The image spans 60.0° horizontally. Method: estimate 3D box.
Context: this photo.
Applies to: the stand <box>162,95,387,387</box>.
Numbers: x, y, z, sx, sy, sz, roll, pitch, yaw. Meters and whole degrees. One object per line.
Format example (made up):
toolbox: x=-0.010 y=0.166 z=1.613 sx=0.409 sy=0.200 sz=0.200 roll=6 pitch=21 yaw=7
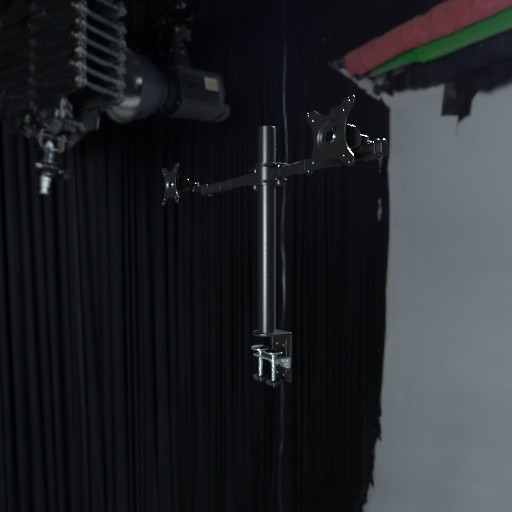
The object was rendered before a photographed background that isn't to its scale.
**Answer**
stand: x=0.000 y=0.000 z=1.031 sx=0.150 sy=0.603 sz=0.743 roll=0 pitch=1 yaw=-35
